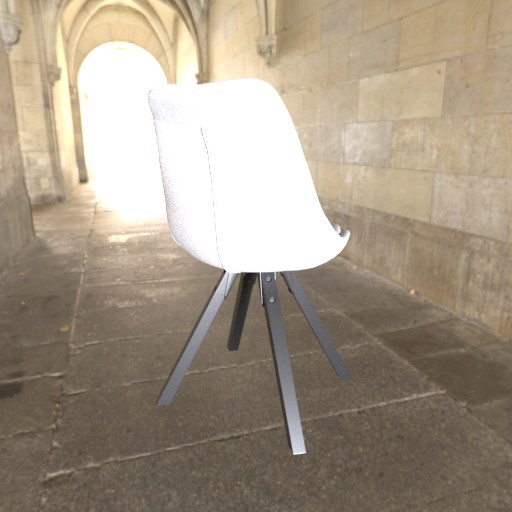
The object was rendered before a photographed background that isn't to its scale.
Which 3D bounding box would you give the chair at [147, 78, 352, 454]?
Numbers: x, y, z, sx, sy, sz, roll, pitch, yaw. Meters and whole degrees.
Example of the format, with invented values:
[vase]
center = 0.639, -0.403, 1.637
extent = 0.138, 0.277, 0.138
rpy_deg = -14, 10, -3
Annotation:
[chair]
center = 0.000, 0.000, 1.221
extent = 0.485, 0.850, 0.550
rpy_deg = 7, 16, 26
